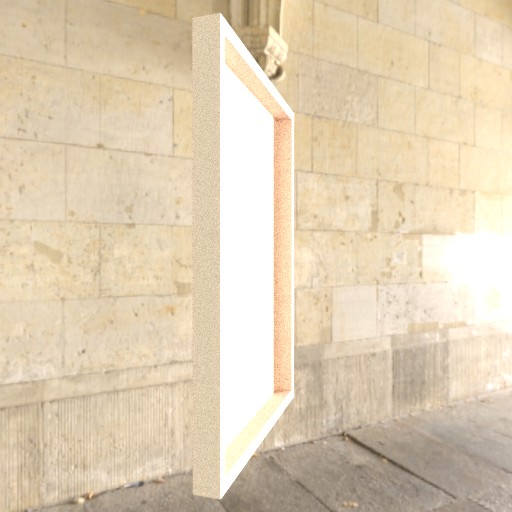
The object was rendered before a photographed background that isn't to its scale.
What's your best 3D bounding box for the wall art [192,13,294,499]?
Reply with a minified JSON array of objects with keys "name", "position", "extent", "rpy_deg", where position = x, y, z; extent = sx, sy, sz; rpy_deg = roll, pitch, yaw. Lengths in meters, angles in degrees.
[{"name":"wall art","position":[0.000,0.000,0.759],"extent":[0.038,0.608,0.418],"rpy_deg":[0,0,17]}]
